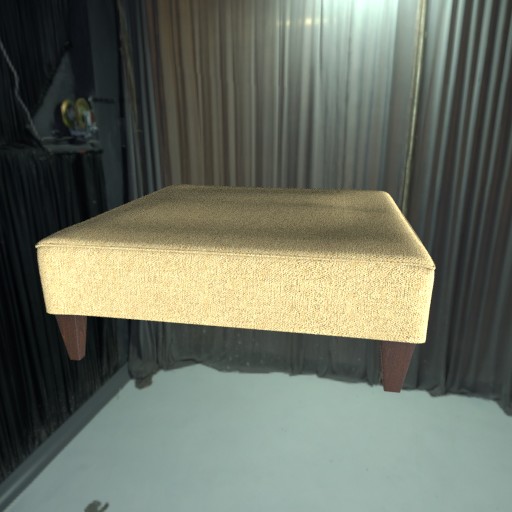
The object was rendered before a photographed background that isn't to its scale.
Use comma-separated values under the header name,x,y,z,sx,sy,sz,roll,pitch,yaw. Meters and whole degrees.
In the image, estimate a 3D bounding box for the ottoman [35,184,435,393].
name,x,y,z,sx,sy,sz,roll,pitch,yaw
ottoman,0.000,0.000,1.526,0.970,0.378,0.981,3,18,10
